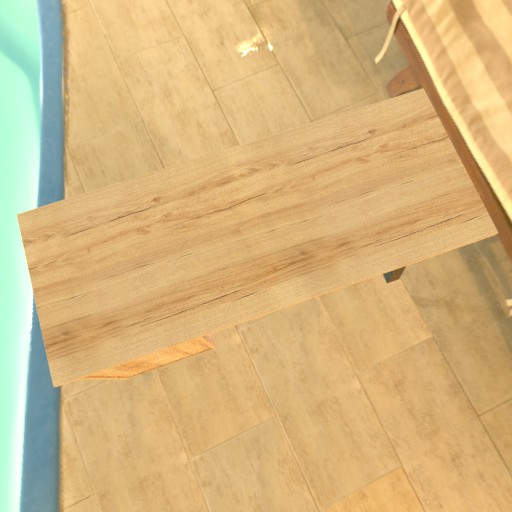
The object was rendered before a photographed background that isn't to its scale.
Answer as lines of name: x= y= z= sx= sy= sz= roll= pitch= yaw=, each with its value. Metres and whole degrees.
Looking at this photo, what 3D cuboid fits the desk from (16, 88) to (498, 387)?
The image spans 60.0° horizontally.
desk: x=0.000 y=0.000 z=1.748 sx=1.400 sy=0.760 sz=0.550 roll=-18 pitch=75 yaw=-5
